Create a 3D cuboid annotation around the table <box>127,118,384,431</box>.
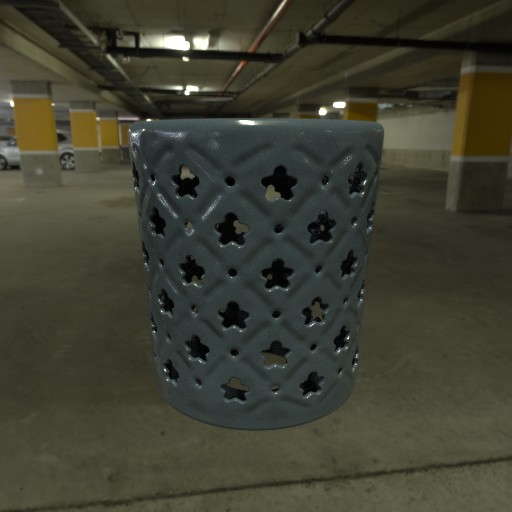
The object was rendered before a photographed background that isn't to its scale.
[{"bbox_3d":[0.000,0.000,0.670,0.352,0.387,0.352,0,14,0],"label":"table"}]
